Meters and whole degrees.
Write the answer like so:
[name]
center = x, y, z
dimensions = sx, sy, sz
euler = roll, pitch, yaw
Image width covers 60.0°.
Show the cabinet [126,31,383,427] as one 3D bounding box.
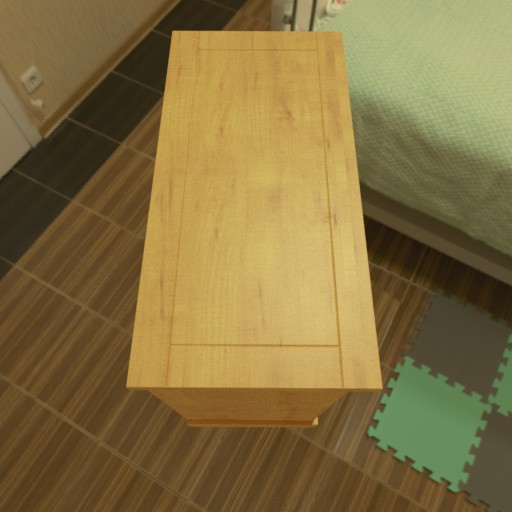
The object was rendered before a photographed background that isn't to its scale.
[cabinet]
center = 0.000, 0.000, 1.354
dimensions = 0.450, 0.840, 0.920
euler = 0, 64, 0
